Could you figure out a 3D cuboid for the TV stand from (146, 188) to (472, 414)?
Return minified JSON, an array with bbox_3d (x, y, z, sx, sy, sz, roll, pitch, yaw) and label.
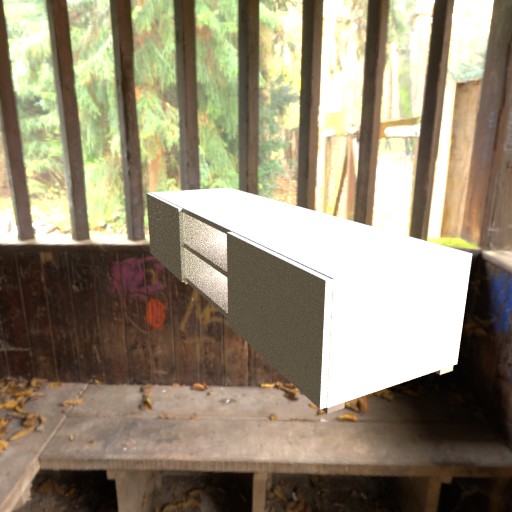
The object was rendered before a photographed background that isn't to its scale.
[{"bbox_3d":[0.000,0.000,1.589,0.420,0.310,1.400,-8,18,-26],"label":"TV stand"}]
